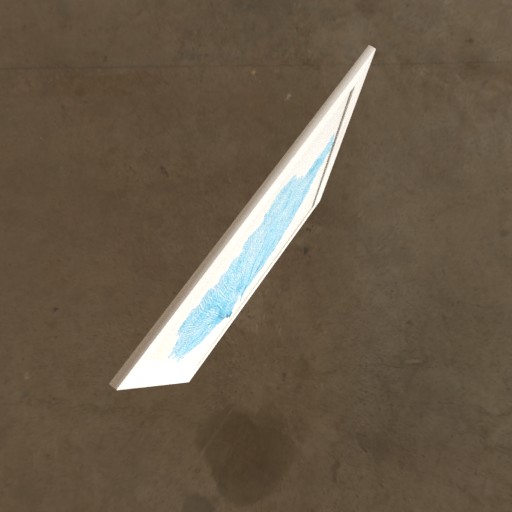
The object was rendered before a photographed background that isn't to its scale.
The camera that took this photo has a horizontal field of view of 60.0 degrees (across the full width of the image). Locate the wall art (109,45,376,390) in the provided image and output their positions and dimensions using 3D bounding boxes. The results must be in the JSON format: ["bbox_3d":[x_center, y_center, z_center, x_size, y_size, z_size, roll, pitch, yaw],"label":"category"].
[{"bbox_3d":[0.000,0.000,0.865,0.013,0.584,0.584,35,78,9],"label":"wall art"}]
